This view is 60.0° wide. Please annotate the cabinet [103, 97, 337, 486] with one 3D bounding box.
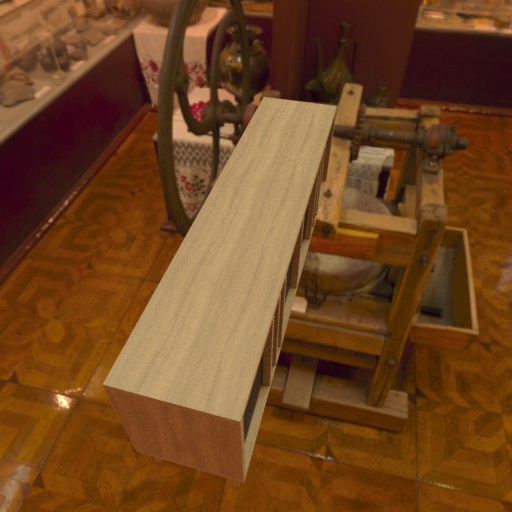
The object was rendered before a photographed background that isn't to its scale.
[{"bbox_3d":[0.000,0.000,2.496,0.499,0.779,2.198,11,47,11],"label":"cabinet"}]
